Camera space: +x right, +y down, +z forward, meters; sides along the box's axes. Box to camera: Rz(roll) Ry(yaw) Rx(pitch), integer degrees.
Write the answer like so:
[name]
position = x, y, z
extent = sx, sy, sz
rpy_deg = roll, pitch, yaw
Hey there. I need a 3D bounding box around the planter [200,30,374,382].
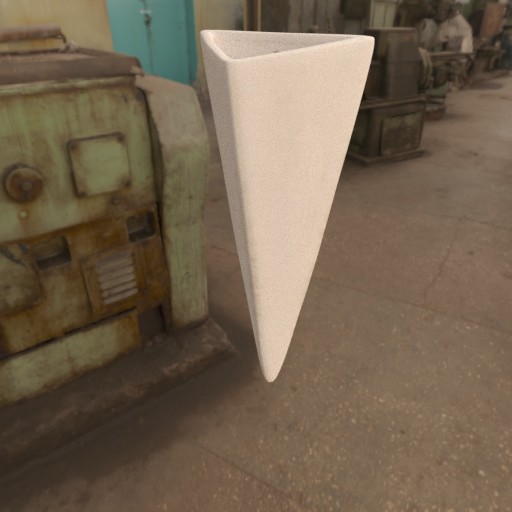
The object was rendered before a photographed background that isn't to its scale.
[planter]
position = 0.000, 0.000, 0.378
extent = 0.143, 0.338, 0.065
rpy_deg = 18, 34, 29
